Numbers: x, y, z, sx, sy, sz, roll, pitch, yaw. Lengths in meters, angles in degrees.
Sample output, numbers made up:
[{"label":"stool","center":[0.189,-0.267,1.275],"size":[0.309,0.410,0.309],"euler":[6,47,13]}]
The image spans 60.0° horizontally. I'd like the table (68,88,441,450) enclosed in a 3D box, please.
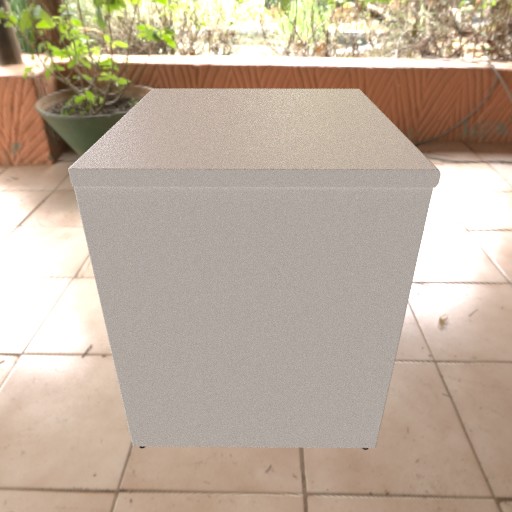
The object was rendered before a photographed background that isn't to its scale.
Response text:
[{"label":"table","center":[0.000,0.000,0.749],"size":[0.380,0.460,0.420],"euler":[0,31,0]}]
